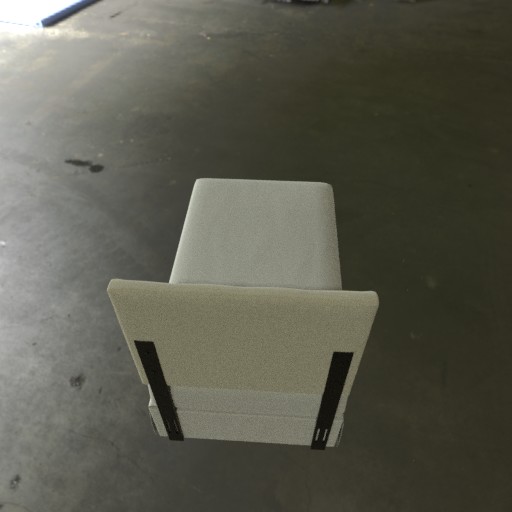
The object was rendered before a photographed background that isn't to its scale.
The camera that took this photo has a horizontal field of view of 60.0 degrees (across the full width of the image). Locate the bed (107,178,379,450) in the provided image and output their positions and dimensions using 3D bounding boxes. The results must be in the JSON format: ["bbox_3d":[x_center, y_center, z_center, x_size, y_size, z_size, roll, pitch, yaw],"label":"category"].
[{"bbox_3d":[0.000,0.000,3.058,1.261,1.571,1.997,3,46,2],"label":"bed"}]
